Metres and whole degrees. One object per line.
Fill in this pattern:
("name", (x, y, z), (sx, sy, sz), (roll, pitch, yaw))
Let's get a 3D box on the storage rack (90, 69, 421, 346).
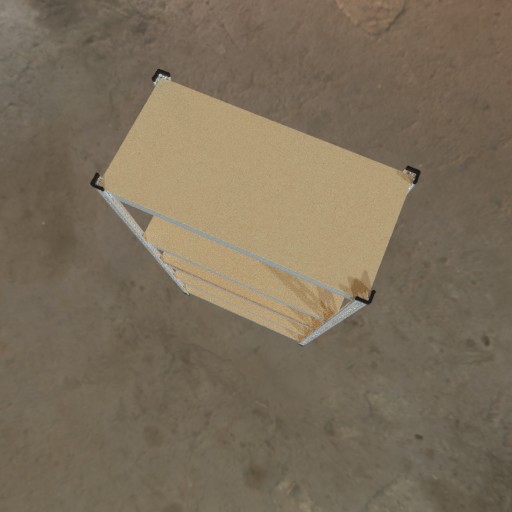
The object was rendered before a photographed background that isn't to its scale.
("storage rack", (0.000, 0.000, 2.239), (0.914, 1.829, 0.457), (23, 76, 6))
